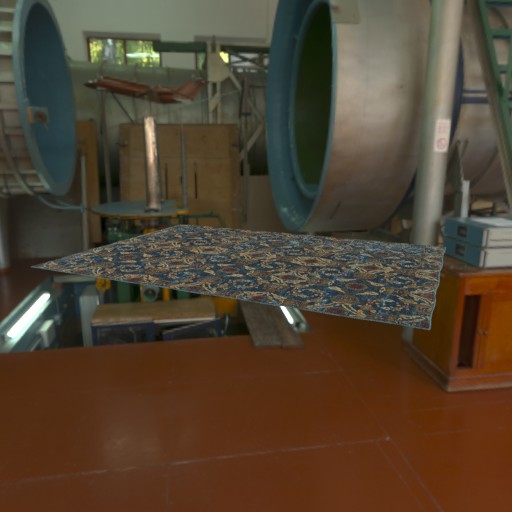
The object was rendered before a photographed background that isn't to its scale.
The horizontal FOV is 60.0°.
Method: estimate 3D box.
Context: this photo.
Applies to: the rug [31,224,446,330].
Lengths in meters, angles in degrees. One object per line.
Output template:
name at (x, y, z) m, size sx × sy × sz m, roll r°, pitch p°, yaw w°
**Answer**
rug at (0.000, 0.000, 4.264) m, size 3.291 × 0.013 × 2.337 m, roll 6°, pitch 15°, yaw 24°
